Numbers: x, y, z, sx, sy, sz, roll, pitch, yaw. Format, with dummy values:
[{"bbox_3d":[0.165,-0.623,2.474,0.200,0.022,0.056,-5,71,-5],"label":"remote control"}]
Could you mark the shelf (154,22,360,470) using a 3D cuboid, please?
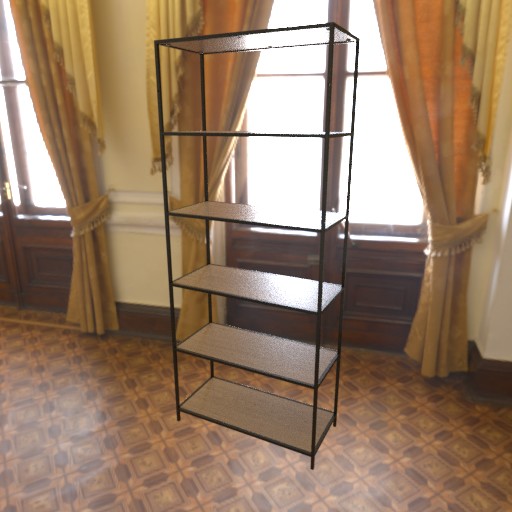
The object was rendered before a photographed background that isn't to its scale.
[{"bbox_3d":[0.000,0.000,2.080,0.770,1.850,0.350,8,19,26],"label":"shelf"}]
